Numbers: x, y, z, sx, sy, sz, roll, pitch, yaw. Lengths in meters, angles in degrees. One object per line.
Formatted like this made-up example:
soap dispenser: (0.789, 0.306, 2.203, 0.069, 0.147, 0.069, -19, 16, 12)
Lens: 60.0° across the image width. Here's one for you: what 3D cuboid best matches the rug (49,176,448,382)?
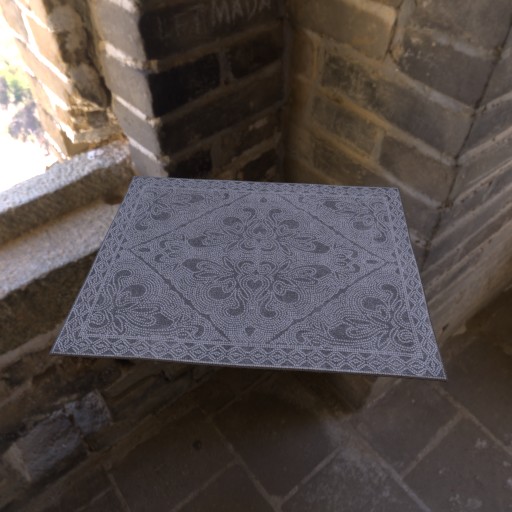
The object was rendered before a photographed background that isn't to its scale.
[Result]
rug: (0.000, 0.000, 4.202, 3.048, 0.012, 2.438, 3, 45, 3)
